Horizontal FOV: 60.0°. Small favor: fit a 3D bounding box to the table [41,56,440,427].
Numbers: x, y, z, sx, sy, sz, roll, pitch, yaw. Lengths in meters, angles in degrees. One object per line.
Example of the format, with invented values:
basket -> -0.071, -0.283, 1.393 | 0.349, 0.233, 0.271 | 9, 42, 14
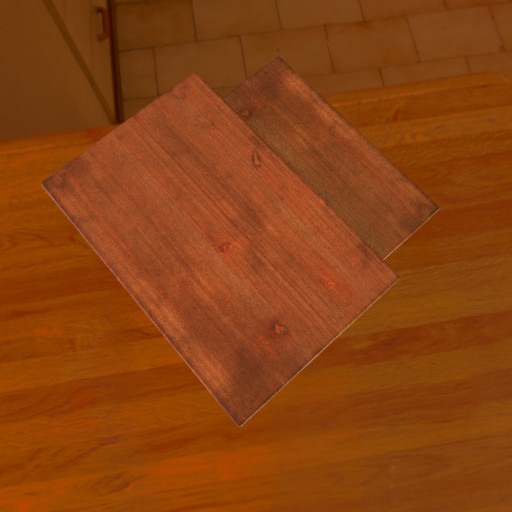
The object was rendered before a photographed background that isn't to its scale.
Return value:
table -> 0.000, 0.000, 0.934 | 0.460, 0.615, 0.456 | -38, 78, -10
